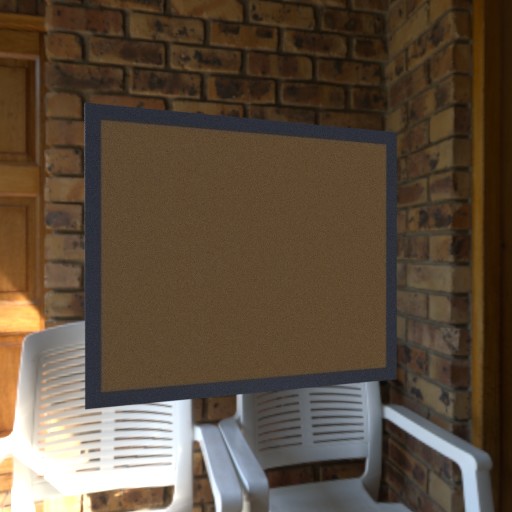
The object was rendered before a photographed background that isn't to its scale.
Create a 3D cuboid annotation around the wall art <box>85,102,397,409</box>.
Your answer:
[{"bbox_3d":[0.000,0.000,0.916,0.660,0.558,0.026,0,0,-17],"label":"wall art"}]
